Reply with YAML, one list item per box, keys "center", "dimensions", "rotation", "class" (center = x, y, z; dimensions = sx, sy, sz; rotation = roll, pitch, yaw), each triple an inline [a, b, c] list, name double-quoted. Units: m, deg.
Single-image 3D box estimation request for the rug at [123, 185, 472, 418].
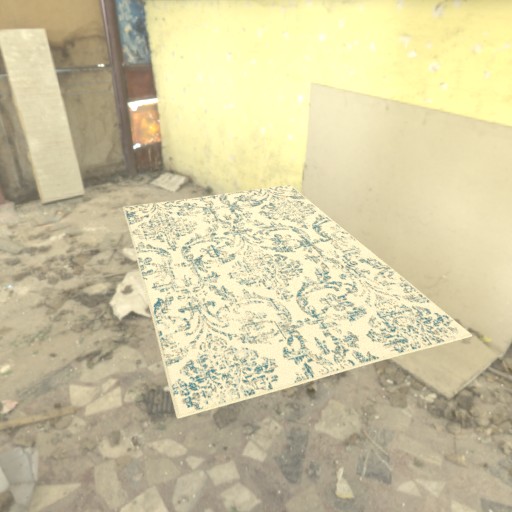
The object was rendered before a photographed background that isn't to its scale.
- center: [0.000, 0.000, 2.371]
  dimensions: [1.213, 0.012, 1.831]
  rotation: [-10, 31, -17]
  class: "rug"
